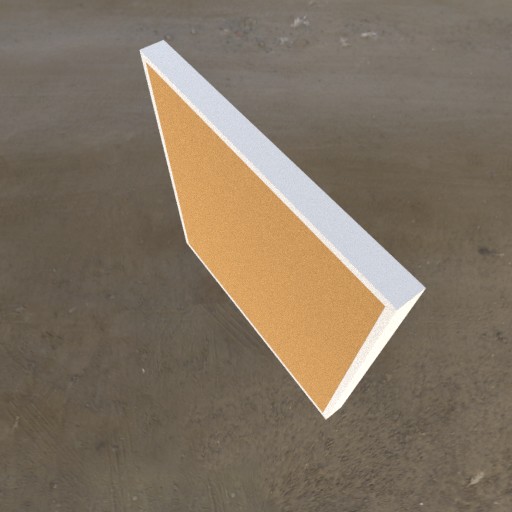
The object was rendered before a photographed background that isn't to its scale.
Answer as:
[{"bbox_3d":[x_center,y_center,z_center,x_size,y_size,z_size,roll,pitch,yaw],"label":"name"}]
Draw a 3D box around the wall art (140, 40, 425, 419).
[{"bbox_3d":[0.000,0.000,0.451,0.024,0.304,0.304,-32,64,-18],"label":"wall art"}]
